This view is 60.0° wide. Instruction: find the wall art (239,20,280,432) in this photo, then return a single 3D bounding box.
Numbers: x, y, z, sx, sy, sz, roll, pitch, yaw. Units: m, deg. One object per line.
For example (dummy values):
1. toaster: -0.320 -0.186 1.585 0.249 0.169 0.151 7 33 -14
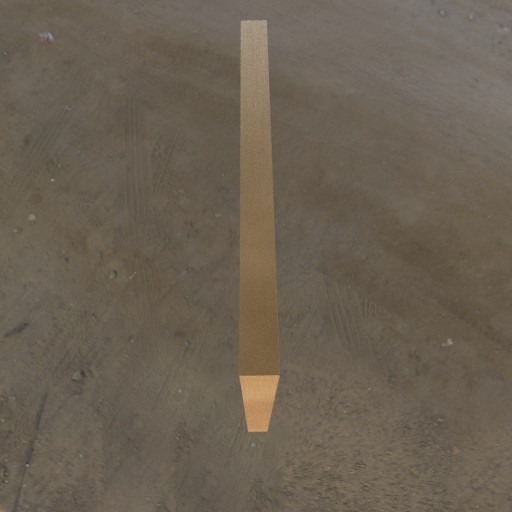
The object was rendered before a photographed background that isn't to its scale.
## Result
1. wall art: 0.000 0.000 0.759 0.038 0.511 0.513 -1 63 0
